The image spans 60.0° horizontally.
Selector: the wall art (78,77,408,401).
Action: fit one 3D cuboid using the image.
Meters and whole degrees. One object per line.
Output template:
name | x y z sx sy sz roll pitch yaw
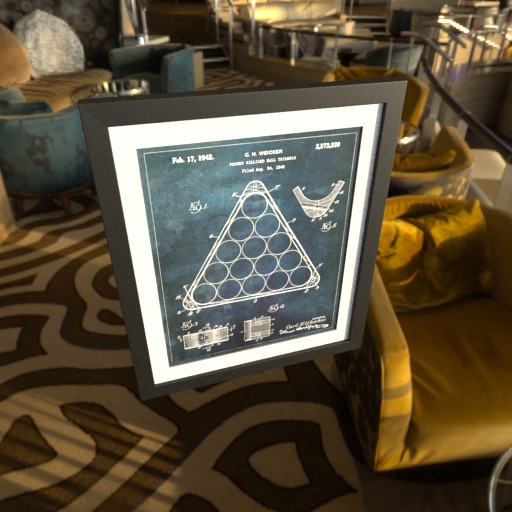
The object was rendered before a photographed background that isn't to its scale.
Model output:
wall art | 0.000 0.000 0.705 0.432 0.508 0.025 -10 34 -15
